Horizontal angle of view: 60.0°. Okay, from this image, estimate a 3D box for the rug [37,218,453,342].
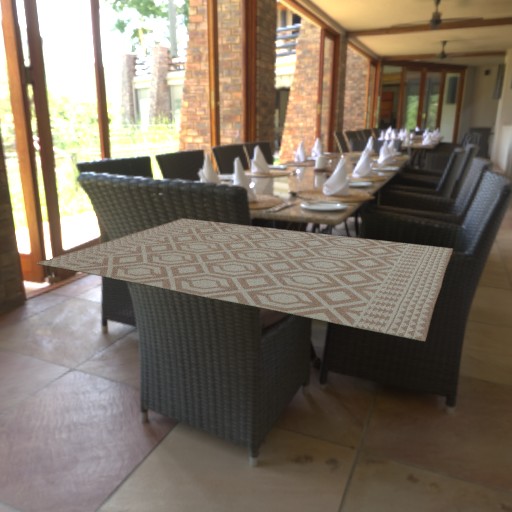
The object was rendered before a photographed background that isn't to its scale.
[{"bbox_3d":[0.000,0.000,2.329,1.829,0.008,1.219,8,18,26],"label":"rug"}]
